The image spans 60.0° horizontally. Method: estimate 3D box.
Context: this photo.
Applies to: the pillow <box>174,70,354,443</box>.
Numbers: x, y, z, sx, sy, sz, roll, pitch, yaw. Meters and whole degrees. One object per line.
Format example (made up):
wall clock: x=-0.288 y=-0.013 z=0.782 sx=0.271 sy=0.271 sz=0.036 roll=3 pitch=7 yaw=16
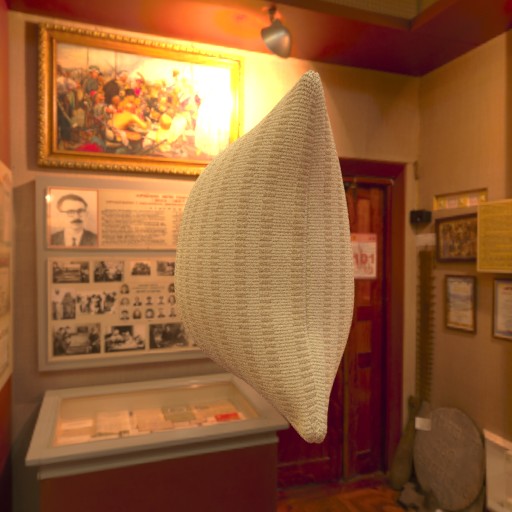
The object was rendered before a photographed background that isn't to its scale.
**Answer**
pillow: x=0.000 y=0.000 z=0.695 sx=0.247 sy=0.419 sz=0.438 roll=0 pitch=1 yaw=-18
